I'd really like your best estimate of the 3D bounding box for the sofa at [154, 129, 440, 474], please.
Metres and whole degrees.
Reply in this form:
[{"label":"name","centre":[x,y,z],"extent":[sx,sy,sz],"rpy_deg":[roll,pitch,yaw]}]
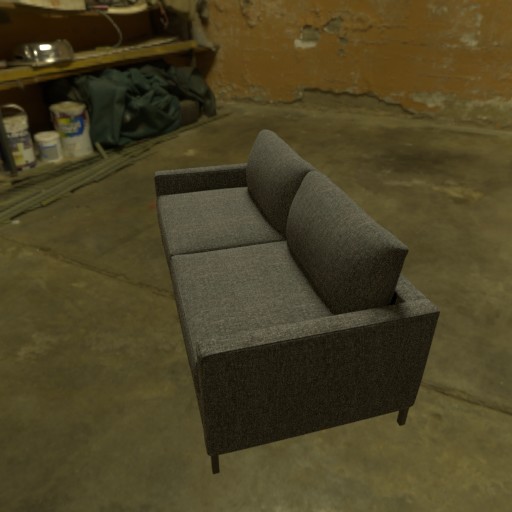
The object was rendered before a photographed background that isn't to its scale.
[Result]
[{"label":"sofa","centre":[0.000,0.000,2.223],"extent":[0.866,0.862,1.716],"rpy_deg":[-8,32,-14]}]
